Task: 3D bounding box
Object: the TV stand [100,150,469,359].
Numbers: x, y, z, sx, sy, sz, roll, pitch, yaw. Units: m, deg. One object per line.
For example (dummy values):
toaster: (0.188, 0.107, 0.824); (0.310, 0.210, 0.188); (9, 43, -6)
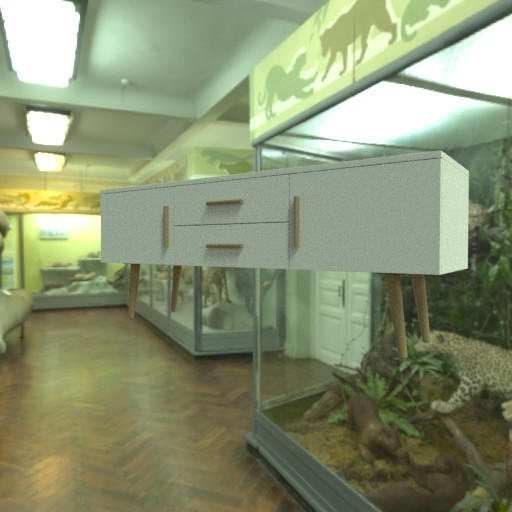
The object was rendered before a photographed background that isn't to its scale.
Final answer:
TV stand: (0.000, 0.000, 1.675); (1.398, 0.560, 0.401); (1, 2, 35)
